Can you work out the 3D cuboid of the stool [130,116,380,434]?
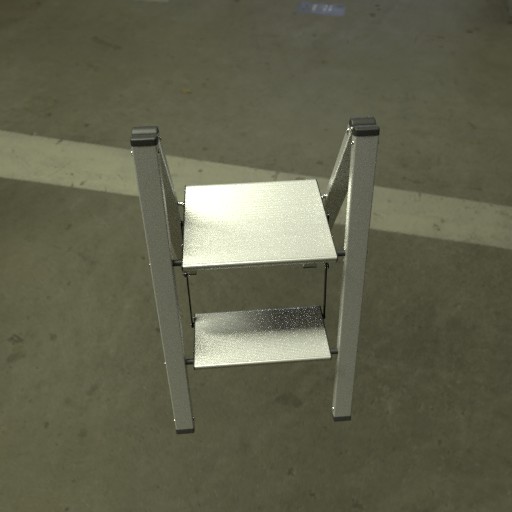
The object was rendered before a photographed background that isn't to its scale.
[{"bbox_3d":[0.000,0.000,1.026,0.440,0.670,0.535,-3,48,-3],"label":"stool"}]
